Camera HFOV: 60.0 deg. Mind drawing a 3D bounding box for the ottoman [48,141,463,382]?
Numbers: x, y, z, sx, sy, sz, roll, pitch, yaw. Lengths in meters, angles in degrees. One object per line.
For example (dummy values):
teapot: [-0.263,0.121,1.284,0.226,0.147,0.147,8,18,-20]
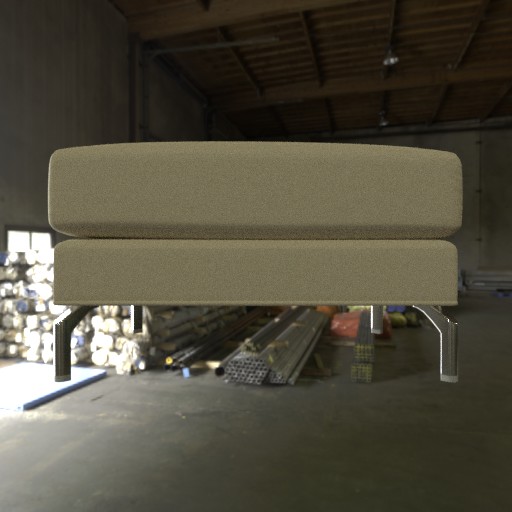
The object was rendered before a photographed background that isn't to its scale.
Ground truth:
ottoman: [0.000,0.000,1.157,0.835,0.497,0.581,0,0,0]
